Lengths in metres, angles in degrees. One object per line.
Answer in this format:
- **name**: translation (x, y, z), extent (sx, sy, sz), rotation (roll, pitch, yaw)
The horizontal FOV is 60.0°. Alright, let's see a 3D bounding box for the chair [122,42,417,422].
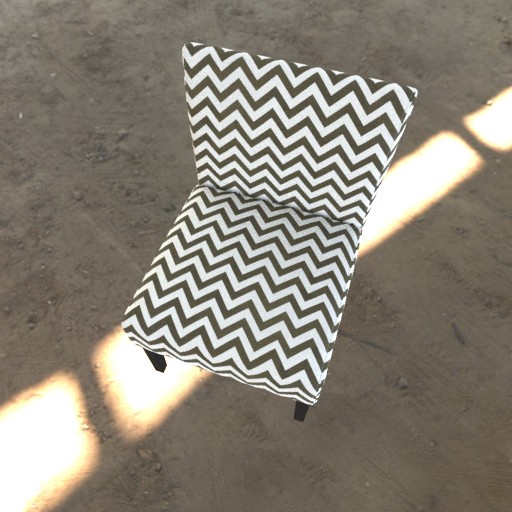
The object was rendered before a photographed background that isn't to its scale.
- **chair**: translation (0.000, 0.000, 1.270), extent (0.589, 0.838, 0.648), rotation (16, 59, 10)
